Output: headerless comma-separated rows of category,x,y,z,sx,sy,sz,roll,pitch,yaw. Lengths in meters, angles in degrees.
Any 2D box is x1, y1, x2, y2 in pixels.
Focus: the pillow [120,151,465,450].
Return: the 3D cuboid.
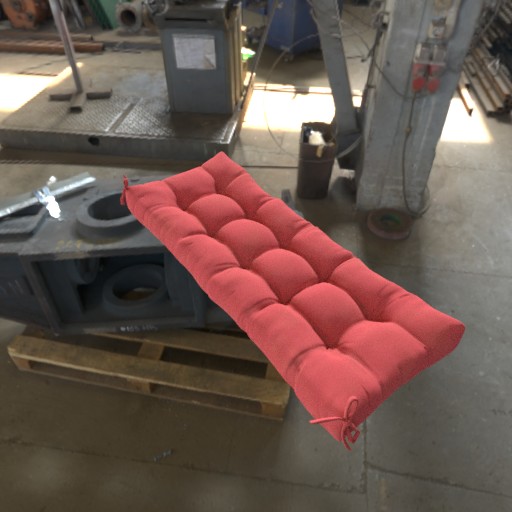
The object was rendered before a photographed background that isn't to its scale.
pillow,0.000,0.000,1.367,0.511,0.174,1.194,-26,48,-26
